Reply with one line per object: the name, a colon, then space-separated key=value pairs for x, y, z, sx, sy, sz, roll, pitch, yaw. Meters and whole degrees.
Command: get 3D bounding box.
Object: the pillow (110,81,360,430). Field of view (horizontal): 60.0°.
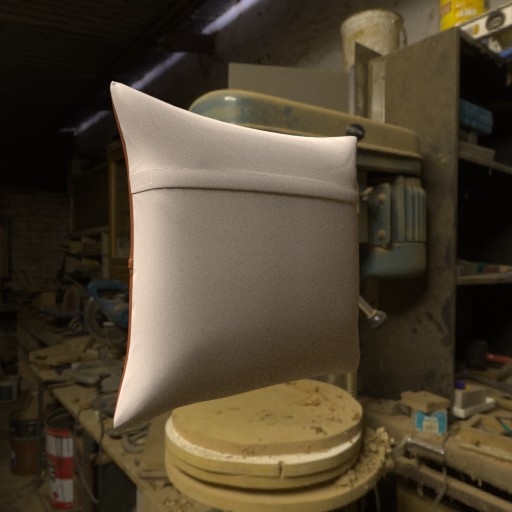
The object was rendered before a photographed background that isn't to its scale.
pillow: x=0.000 y=0.000 z=0.755 sx=0.501 sy=0.477 sz=0.192 roll=0 pitch=1 yaw=-37
